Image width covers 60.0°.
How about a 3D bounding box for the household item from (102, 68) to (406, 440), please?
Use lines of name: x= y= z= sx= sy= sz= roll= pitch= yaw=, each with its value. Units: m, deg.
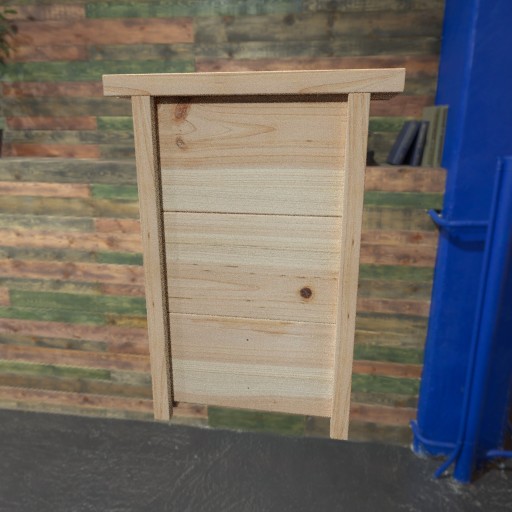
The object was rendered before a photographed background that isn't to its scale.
household item: x=0.000 y=0.000 z=0.545 sx=0.301 sy=0.407 sz=0.123 roll=3 pitch=16 yaw=9
